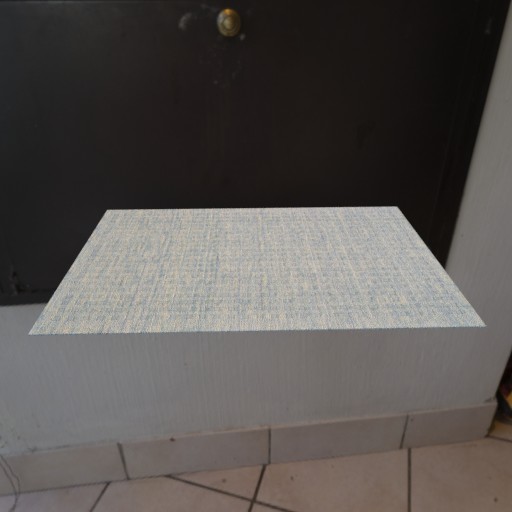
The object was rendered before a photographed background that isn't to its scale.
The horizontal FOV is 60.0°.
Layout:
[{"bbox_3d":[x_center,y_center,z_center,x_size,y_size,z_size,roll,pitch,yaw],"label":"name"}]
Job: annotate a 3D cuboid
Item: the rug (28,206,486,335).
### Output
[{"bbox_3d":[0.000,0.000,2.188,1.752,0.006,1.142,-1,30,-1],"label":"rug"}]
